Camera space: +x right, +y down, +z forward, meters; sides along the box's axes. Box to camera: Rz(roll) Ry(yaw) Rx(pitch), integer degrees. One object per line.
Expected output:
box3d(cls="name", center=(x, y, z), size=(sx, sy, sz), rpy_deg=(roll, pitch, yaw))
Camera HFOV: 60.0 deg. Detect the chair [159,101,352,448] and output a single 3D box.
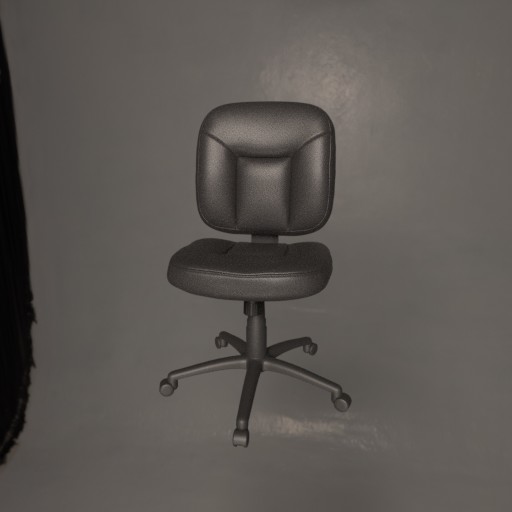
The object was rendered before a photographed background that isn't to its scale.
box3d(cls="chair", center=(0.000, 0.000, 1.420), size=(0.647, 0.959, 0.646), rpy_deg=(2, 17, 8))
